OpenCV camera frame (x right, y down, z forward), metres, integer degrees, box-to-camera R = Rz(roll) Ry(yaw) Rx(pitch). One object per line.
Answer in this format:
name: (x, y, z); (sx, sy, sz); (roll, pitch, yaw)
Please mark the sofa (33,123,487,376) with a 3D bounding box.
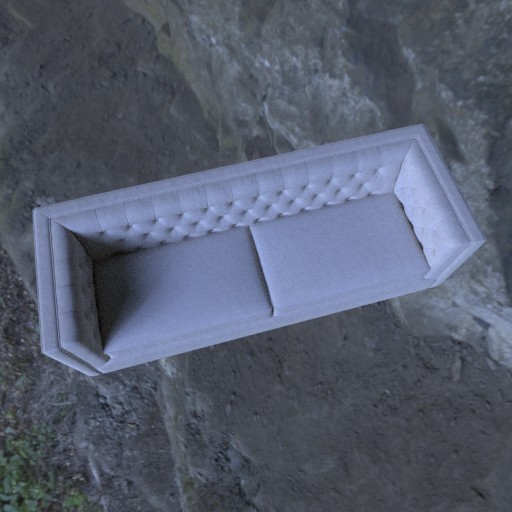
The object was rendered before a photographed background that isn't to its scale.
sofa: (0.000, 0.000, 2.557); (2.159, 0.762, 0.775); (-14, 66, -6)
